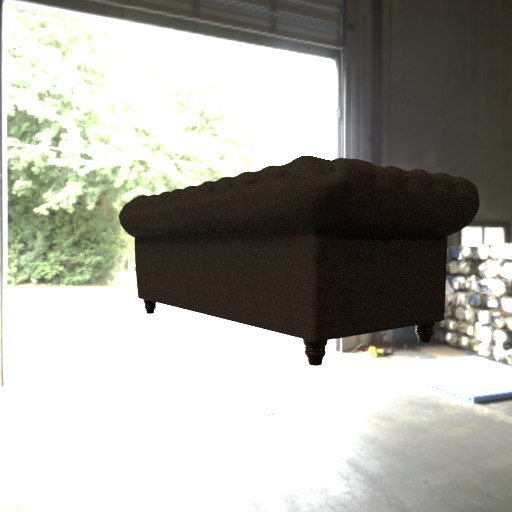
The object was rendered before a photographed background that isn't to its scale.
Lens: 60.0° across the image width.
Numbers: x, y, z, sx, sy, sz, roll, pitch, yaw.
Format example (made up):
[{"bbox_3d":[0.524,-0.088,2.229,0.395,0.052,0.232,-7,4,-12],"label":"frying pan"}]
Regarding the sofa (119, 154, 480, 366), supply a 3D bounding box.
[{"bbox_3d":[0.000,0.000,2.460,0.944,0.780,2.048,-1,1,-36],"label":"sofa"}]
